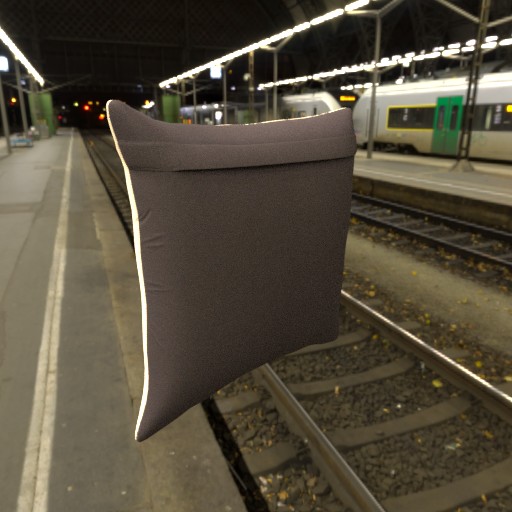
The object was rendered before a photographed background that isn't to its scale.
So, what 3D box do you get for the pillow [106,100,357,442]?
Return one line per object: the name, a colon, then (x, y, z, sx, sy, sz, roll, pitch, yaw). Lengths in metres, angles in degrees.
pillow: (0.000, 0.000, 0.627, 0.405, 0.406, 0.173, -15, 23, -40)
